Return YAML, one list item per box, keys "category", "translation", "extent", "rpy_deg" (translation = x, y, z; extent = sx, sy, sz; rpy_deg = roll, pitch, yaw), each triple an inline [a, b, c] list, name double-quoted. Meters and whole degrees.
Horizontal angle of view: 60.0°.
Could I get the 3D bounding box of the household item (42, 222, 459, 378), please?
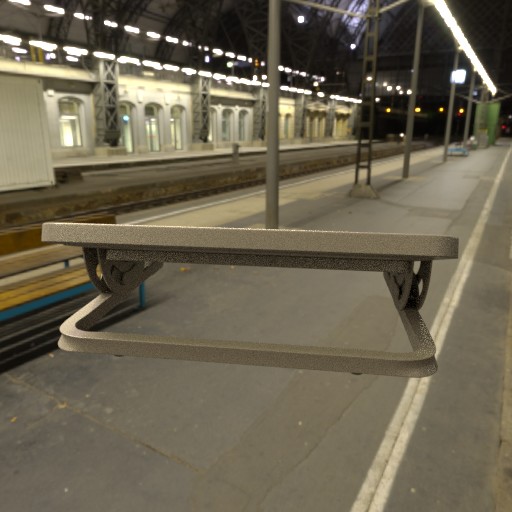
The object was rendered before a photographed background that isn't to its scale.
- category: "household item"
  translation: [0.000, 0.000, 0.532]
  extent: [0.390, 0.126, 0.301]
  rpy_deg: [2, 16, 8]
